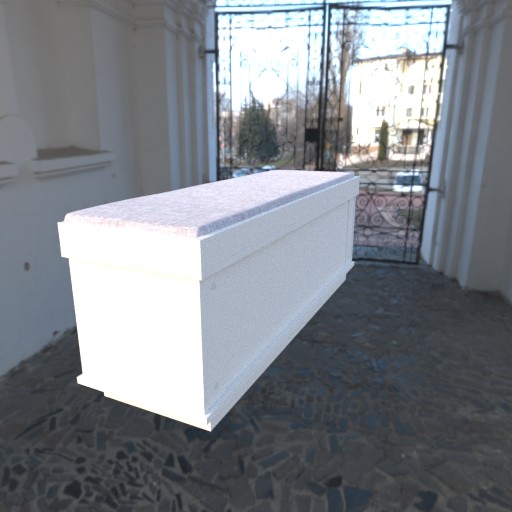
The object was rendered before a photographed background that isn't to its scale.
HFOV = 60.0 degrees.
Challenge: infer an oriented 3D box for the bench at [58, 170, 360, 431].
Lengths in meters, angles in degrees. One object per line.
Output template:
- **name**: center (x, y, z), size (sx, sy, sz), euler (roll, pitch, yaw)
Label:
- **bench**: center (0.000, 0.000, 1.426), size (0.363, 0.453, 1.196), euler (8, 18, 25)
